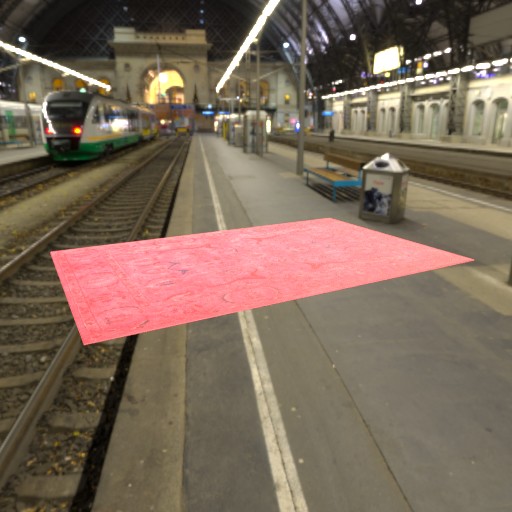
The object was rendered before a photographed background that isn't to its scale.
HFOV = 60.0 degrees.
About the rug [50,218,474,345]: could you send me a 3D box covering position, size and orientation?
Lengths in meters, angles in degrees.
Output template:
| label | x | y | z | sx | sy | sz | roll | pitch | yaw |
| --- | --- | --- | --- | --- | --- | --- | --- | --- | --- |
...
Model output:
| label | x | y | z | sx | sy | sz | roll | pitch | yaw |
| --- | --- | --- | --- | --- | --- | --- | --- | --- | --- |
| rug | 0.000 | 0.000 | 2.991 | 2.423 | 0.010 | 1.534 | -9 | 19 | -27 |
